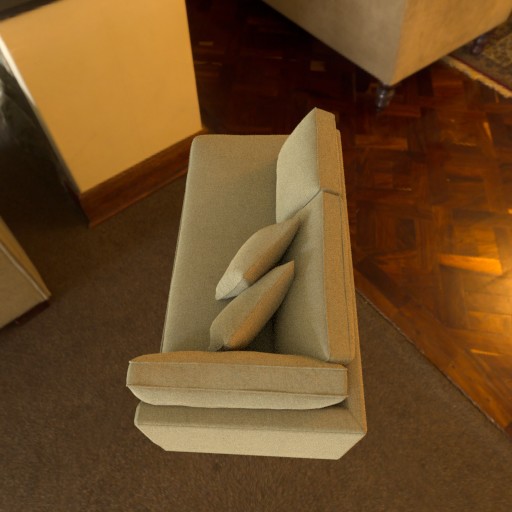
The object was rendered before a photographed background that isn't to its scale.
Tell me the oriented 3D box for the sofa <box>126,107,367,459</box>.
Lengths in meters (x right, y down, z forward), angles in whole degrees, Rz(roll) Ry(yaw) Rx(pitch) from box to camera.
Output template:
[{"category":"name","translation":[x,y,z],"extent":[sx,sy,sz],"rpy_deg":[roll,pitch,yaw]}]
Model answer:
[{"category":"sofa","translation":[0.000,0.000,2.837],"extent":[1.110,1.019,2.238],"rpy_deg":[2,58,1]}]
